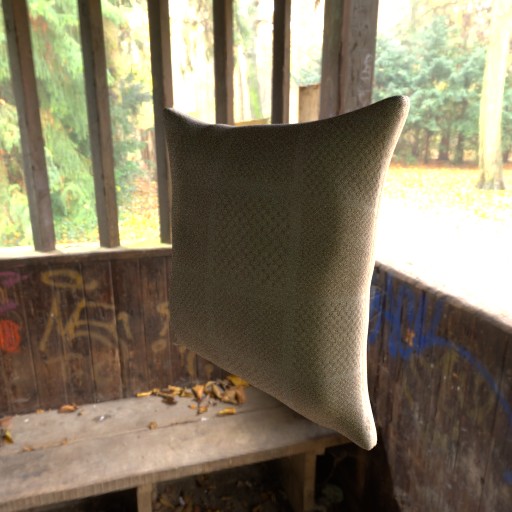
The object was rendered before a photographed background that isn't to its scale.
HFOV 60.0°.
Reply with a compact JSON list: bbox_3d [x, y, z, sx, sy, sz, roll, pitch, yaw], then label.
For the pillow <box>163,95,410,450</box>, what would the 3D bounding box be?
[{"bbox_3d":[0.000,0.000,0.659,0.436,0.432,0.138,15,22,43],"label":"pillow"}]
